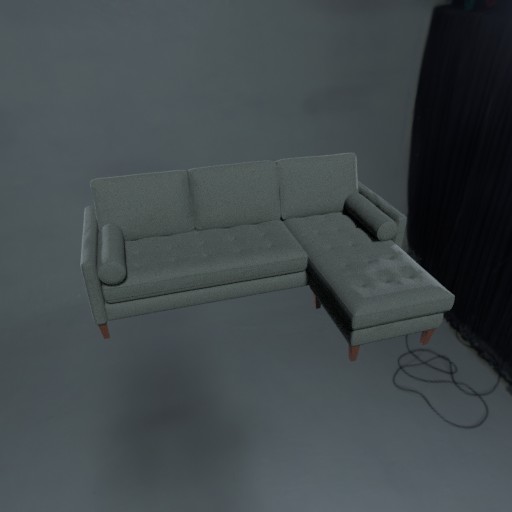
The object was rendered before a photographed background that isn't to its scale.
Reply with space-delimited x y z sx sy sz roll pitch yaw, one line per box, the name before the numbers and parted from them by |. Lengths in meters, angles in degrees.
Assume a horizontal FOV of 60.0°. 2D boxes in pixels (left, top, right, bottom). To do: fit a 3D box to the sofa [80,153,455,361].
sofa | 0.000 0.000 2.972 2.178 0.876 1.506 -9 33 -14
